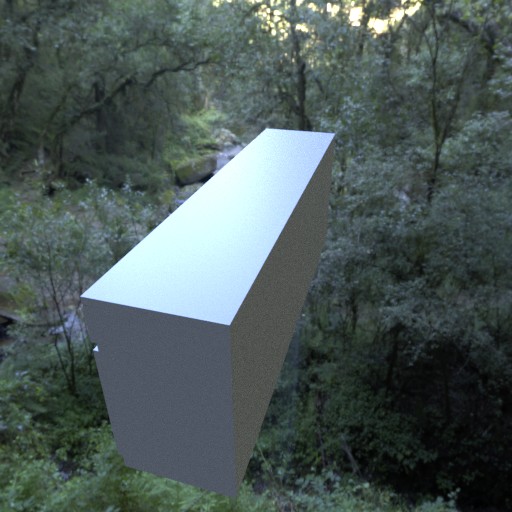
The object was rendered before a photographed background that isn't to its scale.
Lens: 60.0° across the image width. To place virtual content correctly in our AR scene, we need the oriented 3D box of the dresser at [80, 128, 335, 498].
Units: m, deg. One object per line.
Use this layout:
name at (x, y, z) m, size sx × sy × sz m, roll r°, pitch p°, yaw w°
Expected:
dresser at (0.000, 0.000, 2.456) m, size 0.500 × 0.840 × 2.200 m, roll 8°, pitch 31°, yaw 14°
